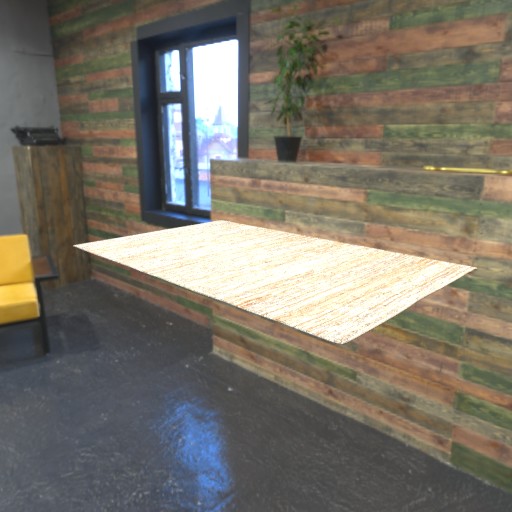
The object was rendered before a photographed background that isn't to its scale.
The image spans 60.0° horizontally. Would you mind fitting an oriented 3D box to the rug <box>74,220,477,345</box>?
[{"bbox_3d":[0.000,0.000,3.110,2.446,0.009,1.529,14,20,42],"label":"rug"}]
